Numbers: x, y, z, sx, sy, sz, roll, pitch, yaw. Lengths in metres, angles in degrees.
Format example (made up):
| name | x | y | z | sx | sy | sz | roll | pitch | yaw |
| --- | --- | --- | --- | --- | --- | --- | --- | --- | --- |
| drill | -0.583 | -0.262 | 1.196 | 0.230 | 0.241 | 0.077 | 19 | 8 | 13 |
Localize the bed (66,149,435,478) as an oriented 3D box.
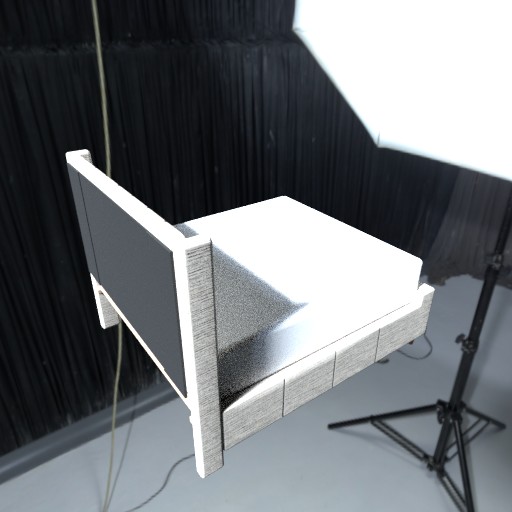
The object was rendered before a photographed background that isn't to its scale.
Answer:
| name | x | y | z | sx | sy | sz | roll | pitch | yaw |
| --- | --- | --- | --- | --- | --- | --- | --- | --- | --- |
| bed | 0.000 | 0.000 | 3.843 | 2.370 | 1.743 | 2.045 | -19 | 34 | -31 |
